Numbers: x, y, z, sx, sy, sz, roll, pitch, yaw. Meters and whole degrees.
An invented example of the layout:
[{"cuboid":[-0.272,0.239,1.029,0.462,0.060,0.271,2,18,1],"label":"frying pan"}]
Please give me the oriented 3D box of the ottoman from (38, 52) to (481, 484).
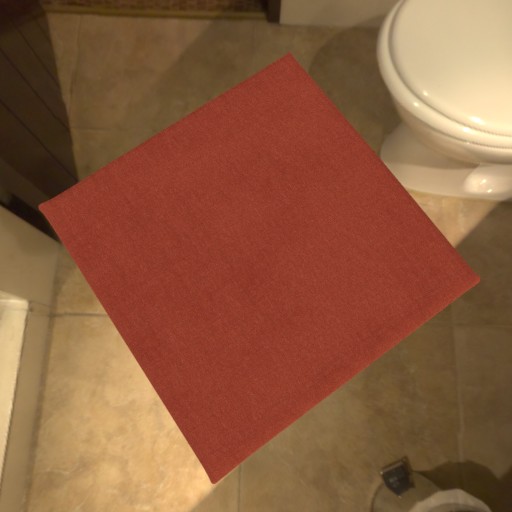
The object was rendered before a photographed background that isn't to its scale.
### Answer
[{"cuboid":[0.000,0.000,1.381,0.889,0.411,0.890,-34,79,-8],"label":"ottoman"}]
